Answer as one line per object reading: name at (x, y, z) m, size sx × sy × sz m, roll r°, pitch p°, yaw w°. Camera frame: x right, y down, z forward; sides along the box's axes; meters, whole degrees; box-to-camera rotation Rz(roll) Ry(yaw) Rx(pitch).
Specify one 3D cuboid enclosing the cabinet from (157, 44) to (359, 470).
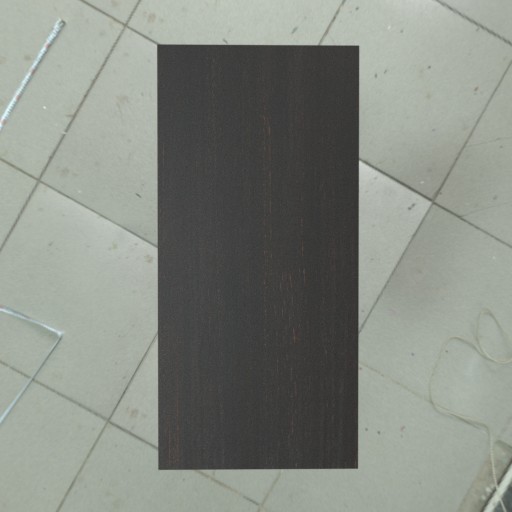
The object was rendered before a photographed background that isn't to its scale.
cabinet at (0.000, 0.000, 1.421) m, size 0.451 × 0.860 × 0.950 m, roll 0°, pitch 91°, yaw -1°
